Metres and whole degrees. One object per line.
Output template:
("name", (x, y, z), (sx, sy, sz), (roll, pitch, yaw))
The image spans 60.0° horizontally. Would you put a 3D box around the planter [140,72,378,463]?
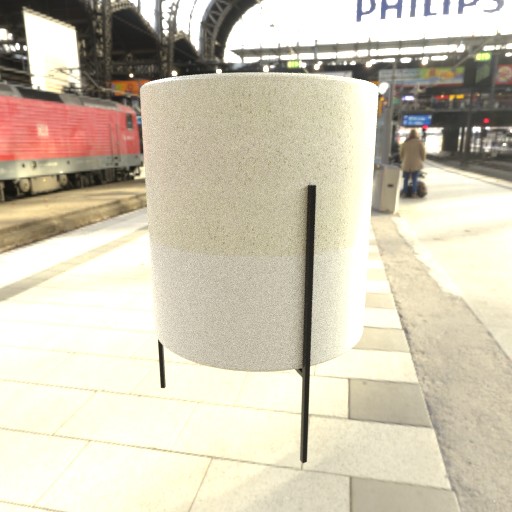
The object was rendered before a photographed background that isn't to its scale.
("planter", (0.000, 0.000, 0.681), (0.333, 0.483, 0.324), (2, 15, 9))
